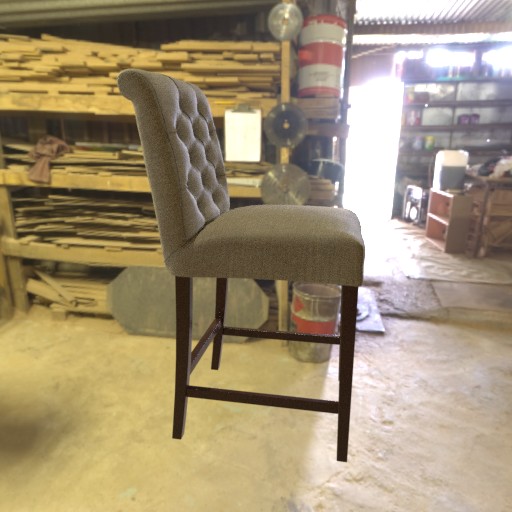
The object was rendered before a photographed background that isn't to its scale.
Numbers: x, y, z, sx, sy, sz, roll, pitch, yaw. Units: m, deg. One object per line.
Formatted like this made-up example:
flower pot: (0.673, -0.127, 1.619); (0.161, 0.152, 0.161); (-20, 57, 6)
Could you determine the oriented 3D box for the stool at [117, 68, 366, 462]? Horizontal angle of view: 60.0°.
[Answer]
stool: (0.000, 0.000, 1.417); (0.660, 1.084, 0.486); (3, 16, 10)
